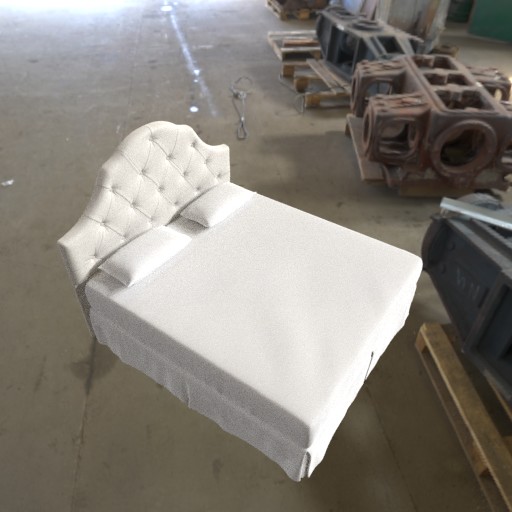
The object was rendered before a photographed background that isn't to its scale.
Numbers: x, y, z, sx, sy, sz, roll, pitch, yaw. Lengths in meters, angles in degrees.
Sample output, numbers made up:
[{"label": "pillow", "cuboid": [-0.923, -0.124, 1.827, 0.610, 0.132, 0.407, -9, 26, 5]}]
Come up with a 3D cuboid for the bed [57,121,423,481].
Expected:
[{"label": "bed", "cuboid": [0.000, 0.000, 3.532, 2.214, 1.615, 2.008, 25, 46, 26]}]
